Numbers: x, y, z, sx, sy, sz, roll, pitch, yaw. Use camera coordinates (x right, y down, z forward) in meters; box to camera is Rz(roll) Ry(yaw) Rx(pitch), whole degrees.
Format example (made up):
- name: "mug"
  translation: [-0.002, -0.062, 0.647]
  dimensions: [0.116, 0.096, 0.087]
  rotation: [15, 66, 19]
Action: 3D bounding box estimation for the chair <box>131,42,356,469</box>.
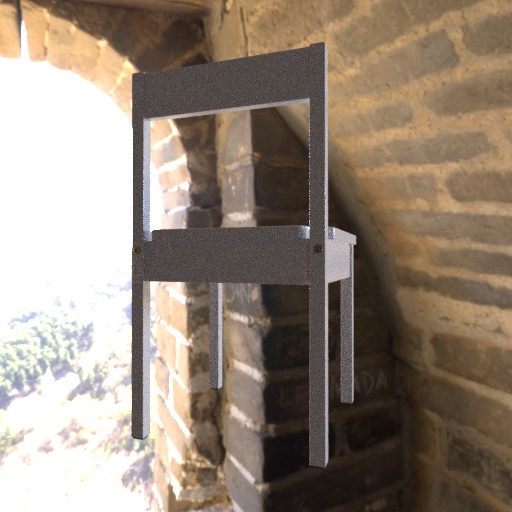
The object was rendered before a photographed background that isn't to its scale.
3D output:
- name: "chair"
  translation: [0.000, 0.000, 0.917]
  dimensions: [0.367, 0.668, 0.361]
  rotation: [0, 0, 20]
